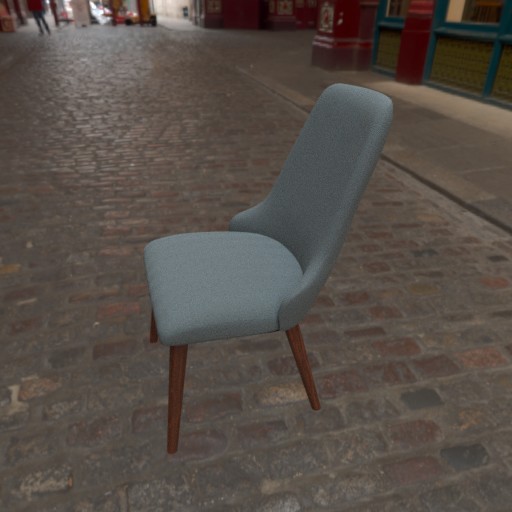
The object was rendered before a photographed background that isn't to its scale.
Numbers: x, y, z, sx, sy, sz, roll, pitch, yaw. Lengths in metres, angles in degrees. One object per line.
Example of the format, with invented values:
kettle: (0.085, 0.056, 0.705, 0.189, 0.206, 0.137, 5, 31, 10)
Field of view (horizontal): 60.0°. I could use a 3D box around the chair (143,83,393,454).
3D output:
chair: (0.000, 0.000, 1.351, 0.707, 0.918, 0.535, -9, 32, -14)
